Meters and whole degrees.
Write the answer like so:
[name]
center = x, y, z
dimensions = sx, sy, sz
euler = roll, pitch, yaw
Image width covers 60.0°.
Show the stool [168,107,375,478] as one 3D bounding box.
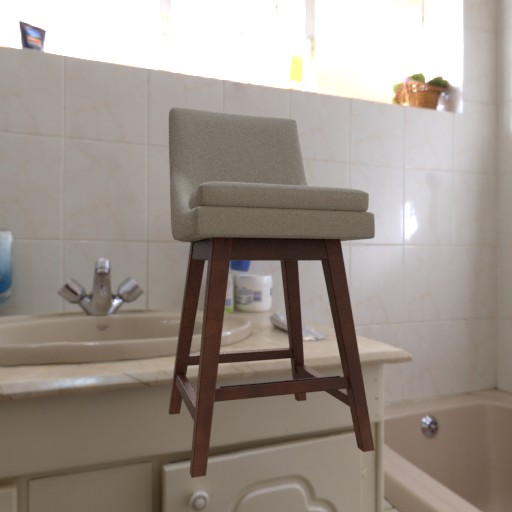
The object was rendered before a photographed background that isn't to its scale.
[stool]
center = 0.000, 0.000, 1.303
dimensions = 0.469, 0.991, 0.559
euler = 0, 0, -18
